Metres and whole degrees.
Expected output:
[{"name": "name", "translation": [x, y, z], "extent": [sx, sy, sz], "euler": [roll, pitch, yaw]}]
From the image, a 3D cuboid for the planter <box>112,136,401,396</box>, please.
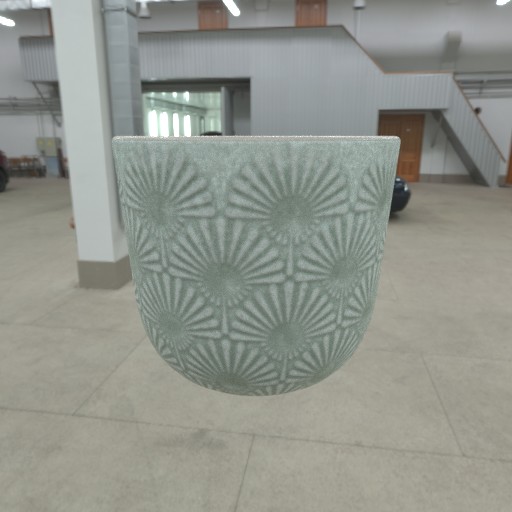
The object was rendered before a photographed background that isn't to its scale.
[{"name": "planter", "translation": [0.000, 0.000, 0.292], "extent": [0.170, 0.152, 0.170], "euler": [0, 15, 0]}]
